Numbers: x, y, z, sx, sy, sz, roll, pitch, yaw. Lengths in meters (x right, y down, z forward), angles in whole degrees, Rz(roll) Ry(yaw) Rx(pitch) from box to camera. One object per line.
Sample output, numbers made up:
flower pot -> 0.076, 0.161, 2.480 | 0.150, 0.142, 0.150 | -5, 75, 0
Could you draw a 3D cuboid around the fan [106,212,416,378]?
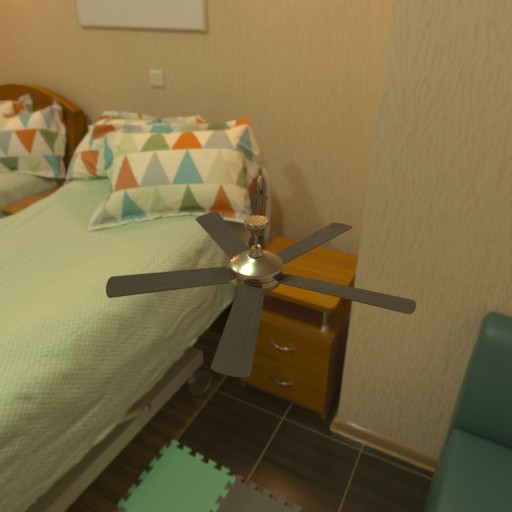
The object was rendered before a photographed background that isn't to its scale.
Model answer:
fan -> 0.000, 0.000, 2.008 | 1.321, 0.356, 1.321 | -1, 30, -1
